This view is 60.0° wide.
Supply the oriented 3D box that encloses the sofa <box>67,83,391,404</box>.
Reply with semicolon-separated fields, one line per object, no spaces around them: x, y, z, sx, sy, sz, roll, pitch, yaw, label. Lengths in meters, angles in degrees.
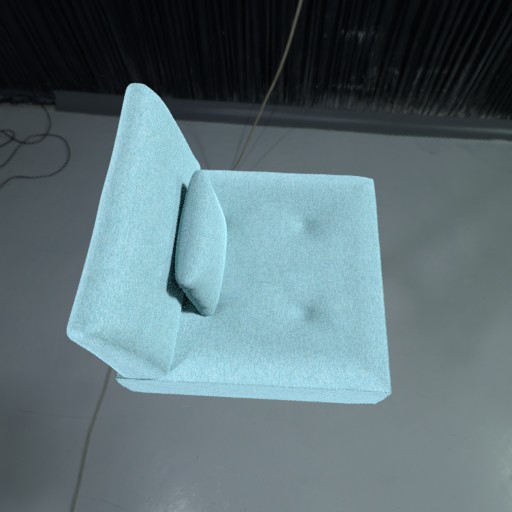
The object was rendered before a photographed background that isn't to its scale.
0.000;0.000;1.674;1.000;0.820;0.930;3;64;1;sofa
